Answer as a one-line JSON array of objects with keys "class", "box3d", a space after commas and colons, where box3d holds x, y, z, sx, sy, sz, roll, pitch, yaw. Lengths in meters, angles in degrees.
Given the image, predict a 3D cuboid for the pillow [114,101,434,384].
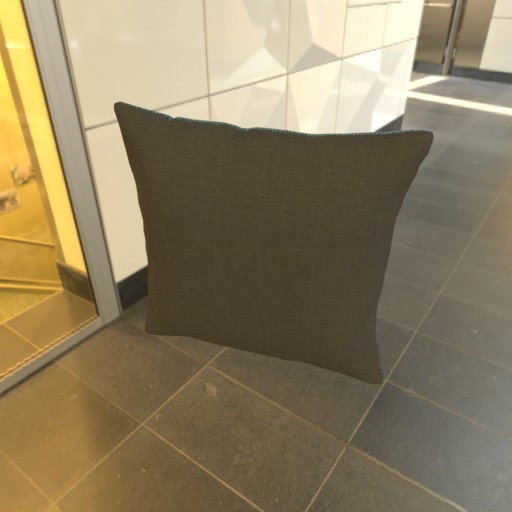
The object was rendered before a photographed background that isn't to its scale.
[{"class": "pillow", "box3d": [0.000, 0.000, 0.673, 0.436, 0.430, 0.138, 9, 33, 14]}]
